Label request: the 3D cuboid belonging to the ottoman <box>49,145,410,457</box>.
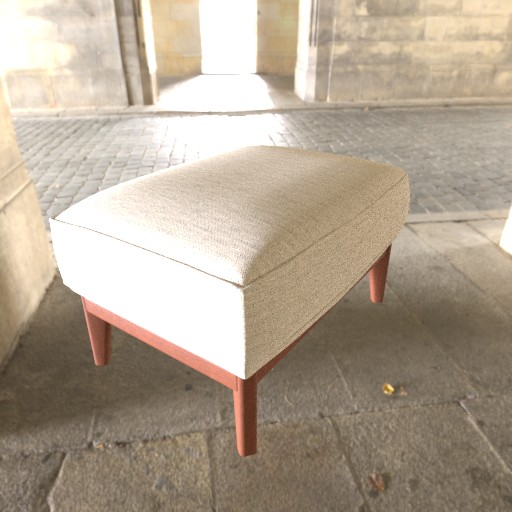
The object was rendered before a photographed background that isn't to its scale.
[{"bbox_3d":[0.000,0.000,1.173,0.594,0.465,0.794,18,32,31],"label":"ottoman"}]
